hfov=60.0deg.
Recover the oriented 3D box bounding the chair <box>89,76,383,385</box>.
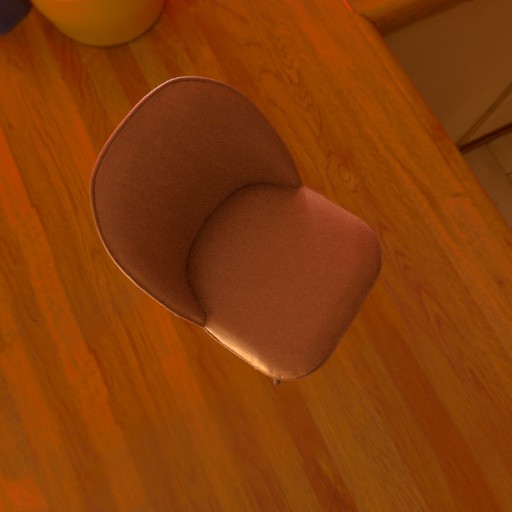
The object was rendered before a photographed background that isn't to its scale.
[{"bbox_3d":[0.000,0.000,1.230,0.631,0.831,0.521,33,78,8],"label":"chair"}]
